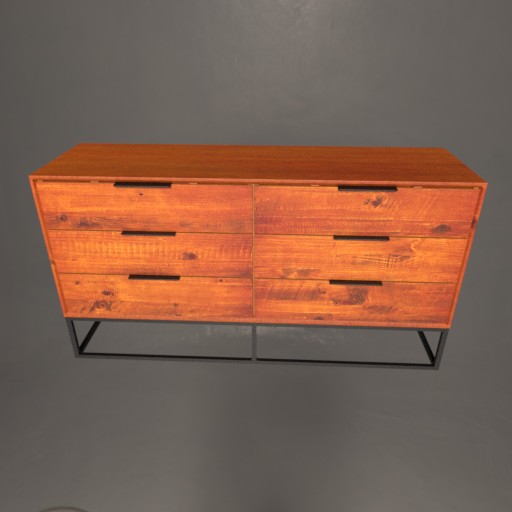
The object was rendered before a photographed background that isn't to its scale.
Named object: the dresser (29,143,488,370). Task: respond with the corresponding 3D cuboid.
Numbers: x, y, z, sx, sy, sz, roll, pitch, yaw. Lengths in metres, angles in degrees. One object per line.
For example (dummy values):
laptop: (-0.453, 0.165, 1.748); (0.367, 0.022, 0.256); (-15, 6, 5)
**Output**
dresser: (0.000, 0.000, 1.856); (1.536, 0.810, 0.464); (1, 29, 2)
